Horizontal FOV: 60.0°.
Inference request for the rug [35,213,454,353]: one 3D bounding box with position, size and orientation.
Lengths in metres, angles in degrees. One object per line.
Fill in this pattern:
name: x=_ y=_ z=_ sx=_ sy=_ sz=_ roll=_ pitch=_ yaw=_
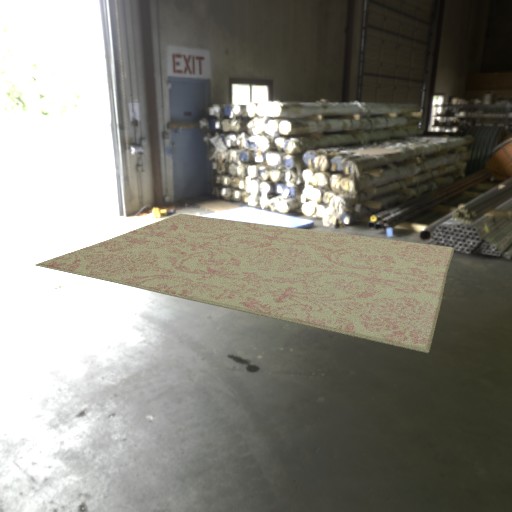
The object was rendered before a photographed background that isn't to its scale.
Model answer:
rug: x=0.000 y=0.000 z=2.316 sx=1.839 sy=0.012 sz=1.219 roll=9 pitch=21 yaw=25
